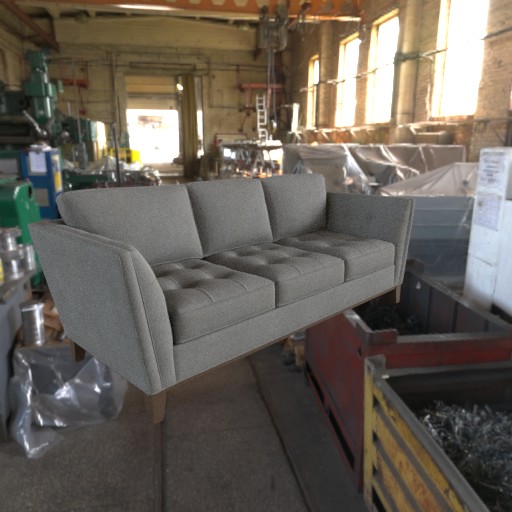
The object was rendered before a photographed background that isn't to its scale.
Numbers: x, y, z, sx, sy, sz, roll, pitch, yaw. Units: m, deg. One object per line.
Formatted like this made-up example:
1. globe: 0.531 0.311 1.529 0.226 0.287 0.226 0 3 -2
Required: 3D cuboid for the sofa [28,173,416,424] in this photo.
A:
1. sofa: 0.000 0.000 2.849 2.387 0.940 0.965 -14 20 -43
